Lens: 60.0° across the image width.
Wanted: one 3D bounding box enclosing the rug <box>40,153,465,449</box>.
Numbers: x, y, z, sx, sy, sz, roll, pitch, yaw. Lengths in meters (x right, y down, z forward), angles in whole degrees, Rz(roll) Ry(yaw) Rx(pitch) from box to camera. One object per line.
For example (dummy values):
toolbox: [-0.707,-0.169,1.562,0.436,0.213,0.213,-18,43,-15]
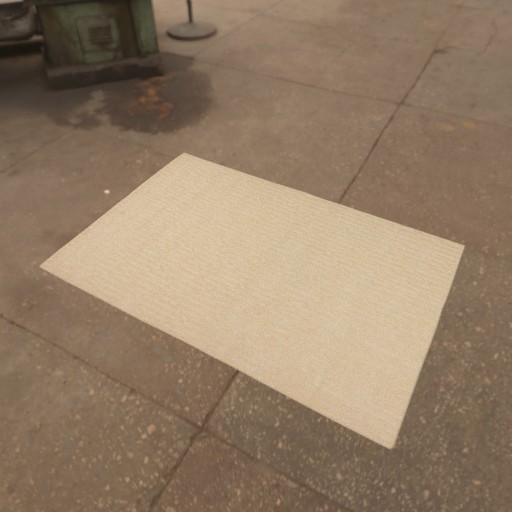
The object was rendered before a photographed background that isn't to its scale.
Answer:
rug: [0.000,0.000,2.294,1.848,0.014,1.238,22,49,21]
